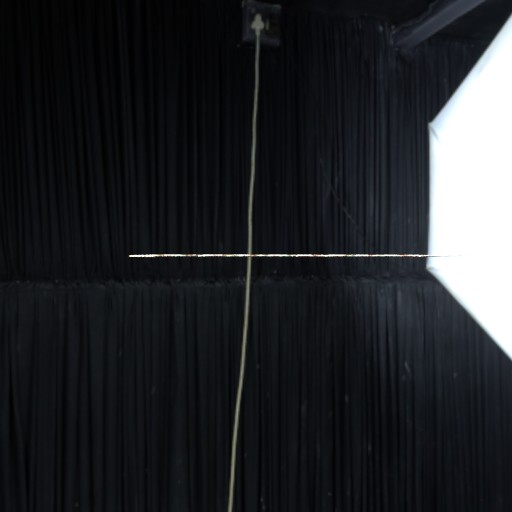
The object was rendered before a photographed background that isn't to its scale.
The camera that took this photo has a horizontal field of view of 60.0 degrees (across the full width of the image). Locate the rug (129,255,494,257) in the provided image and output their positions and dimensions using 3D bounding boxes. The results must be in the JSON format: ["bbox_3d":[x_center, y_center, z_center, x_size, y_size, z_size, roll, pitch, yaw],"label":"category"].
[{"bbox_3d":[0.000,0.000,2.272,1.219,0.008,1.829,0,0,-19],"label":"rug"}]
